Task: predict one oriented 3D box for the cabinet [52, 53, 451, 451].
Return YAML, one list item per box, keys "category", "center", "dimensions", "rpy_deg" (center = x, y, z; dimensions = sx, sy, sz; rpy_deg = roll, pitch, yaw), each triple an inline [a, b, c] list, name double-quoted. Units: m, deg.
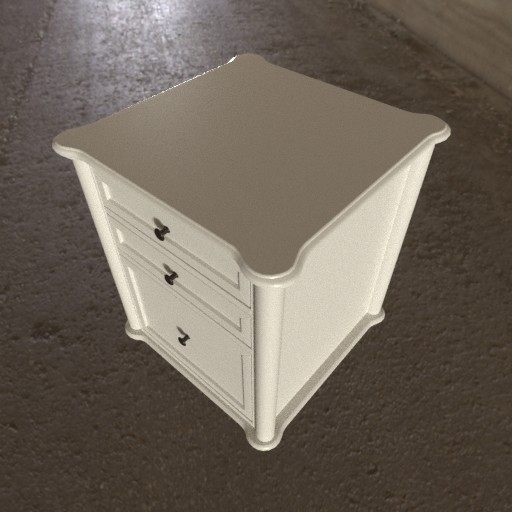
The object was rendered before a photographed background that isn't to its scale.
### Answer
- category: "cabinet"
  center: [0.000, 0.000, 1.206]
  dimensions: [0.628, 0.761, 0.627]
  rpy_deg: [32, 54, 27]
